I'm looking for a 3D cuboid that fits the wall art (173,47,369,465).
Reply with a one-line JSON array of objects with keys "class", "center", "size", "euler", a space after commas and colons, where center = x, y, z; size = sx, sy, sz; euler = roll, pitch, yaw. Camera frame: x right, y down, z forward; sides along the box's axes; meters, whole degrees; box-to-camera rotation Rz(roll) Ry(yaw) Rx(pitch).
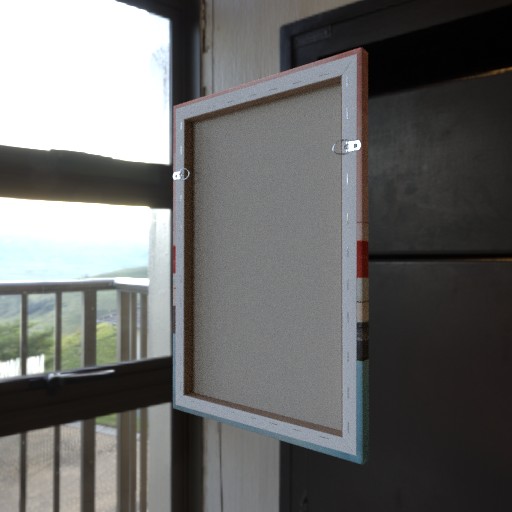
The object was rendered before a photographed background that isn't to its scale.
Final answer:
[{"class": "wall art", "center": [0.000, 0.000, 1.167], "size": [0.610, 0.914, 0.038], "euler": [0, -1, 38]}]
